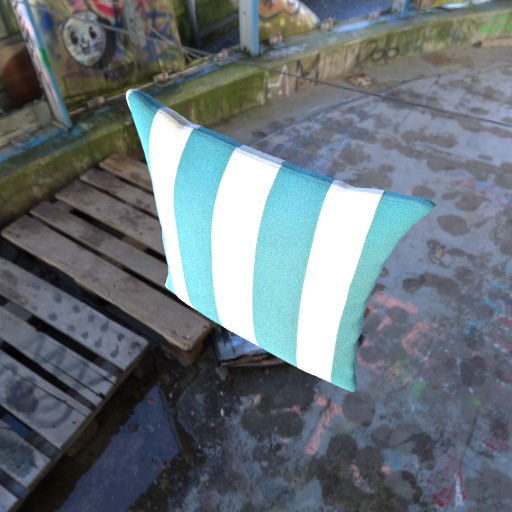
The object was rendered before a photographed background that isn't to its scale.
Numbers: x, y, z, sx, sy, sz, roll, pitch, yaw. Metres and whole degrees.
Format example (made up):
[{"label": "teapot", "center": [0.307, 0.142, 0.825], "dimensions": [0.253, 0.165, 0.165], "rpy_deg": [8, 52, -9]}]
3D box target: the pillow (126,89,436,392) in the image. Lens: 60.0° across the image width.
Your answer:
[{"label": "pillow", "center": [0.000, 0.000, 0.837], "dimensions": [0.536, 0.526, 0.189], "rpy_deg": [25, 52, 21]}]
